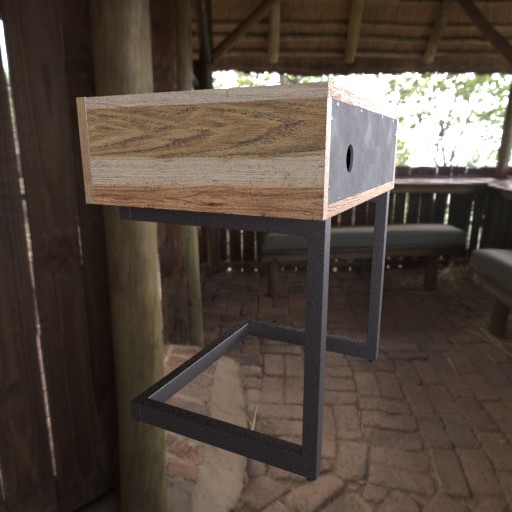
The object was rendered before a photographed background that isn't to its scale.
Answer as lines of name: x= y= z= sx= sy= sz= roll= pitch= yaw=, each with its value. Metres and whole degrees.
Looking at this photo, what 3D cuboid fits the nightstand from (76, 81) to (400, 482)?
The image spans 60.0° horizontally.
nightstand: x=0.000 y=0.000 z=0.982 sx=0.481 sy=0.632 sz=0.558 roll=7 pitch=15 yaw=26
